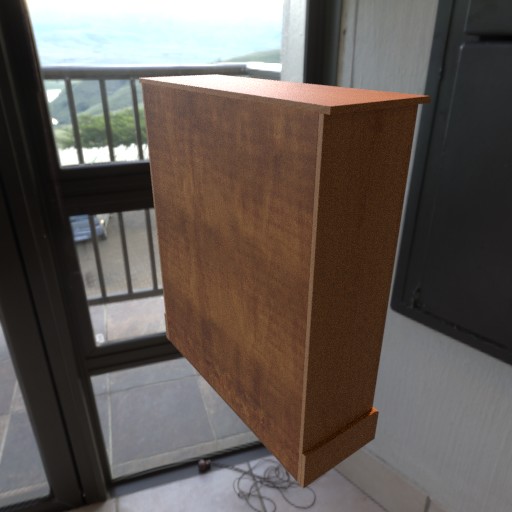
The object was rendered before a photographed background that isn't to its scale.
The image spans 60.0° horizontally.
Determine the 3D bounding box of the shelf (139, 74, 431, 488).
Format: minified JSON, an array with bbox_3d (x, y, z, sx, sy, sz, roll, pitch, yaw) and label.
[{"bbox_3d":[0.000,0.000,1.357,0.291,0.980,0.840,-17,31,-32],"label":"shelf"}]
